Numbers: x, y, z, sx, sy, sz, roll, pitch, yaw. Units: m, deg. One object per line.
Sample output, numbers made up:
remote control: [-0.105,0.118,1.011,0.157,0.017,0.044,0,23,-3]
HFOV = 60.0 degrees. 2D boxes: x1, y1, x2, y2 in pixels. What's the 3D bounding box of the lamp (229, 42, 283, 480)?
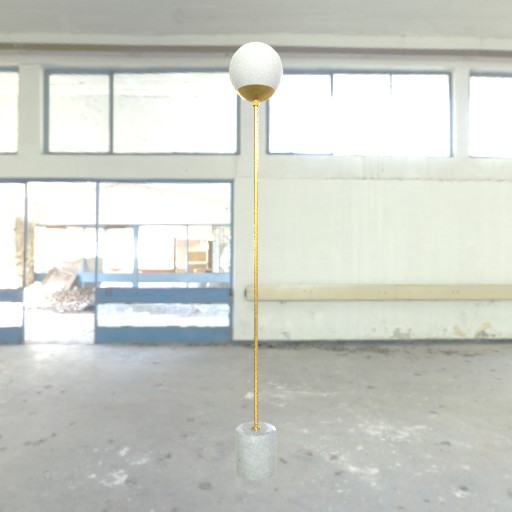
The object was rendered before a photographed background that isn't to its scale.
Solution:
lamp: [0.000,0.000,1.824,0.224,1.753,0.224,0,-1,0]
